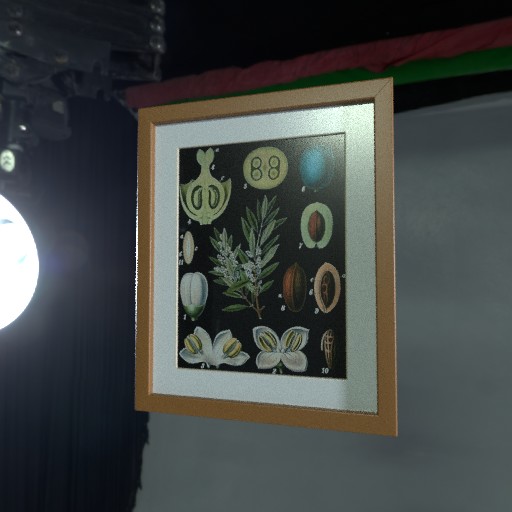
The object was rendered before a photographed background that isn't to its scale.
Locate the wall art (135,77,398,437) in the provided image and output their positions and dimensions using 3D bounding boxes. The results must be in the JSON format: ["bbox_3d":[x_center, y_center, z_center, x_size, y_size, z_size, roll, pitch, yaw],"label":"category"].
[{"bbox_3d":[0.000,0.000,0.517,0.310,0.379,0.015,-1,-3,17],"label":"wall art"}]
